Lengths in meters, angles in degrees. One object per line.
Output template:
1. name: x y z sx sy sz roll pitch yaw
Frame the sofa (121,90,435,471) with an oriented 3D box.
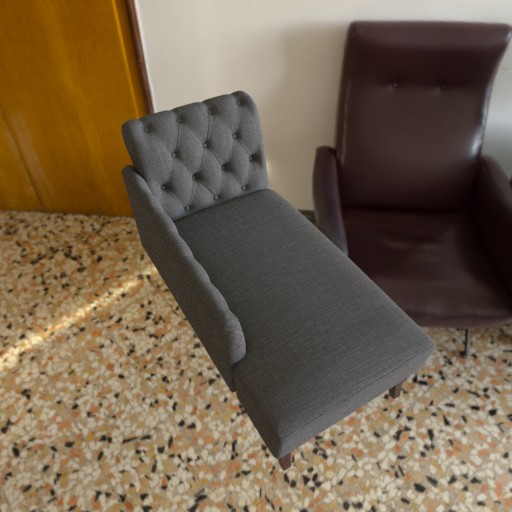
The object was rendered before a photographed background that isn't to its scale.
1. sofa: 0.000 0.000 1.831 0.675 0.787 1.379 -23 50 -21
